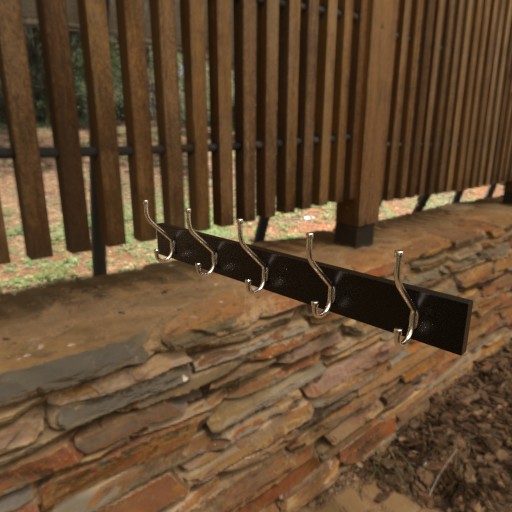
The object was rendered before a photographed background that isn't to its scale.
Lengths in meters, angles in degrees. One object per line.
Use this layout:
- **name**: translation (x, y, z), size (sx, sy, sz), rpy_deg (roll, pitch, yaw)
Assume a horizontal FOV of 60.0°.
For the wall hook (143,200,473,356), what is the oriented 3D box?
- **wall hook**: translation (0.000, 0.000, 0.634), size (0.571, 0.117, 0.071), rpy_deg (15, 22, 42)
